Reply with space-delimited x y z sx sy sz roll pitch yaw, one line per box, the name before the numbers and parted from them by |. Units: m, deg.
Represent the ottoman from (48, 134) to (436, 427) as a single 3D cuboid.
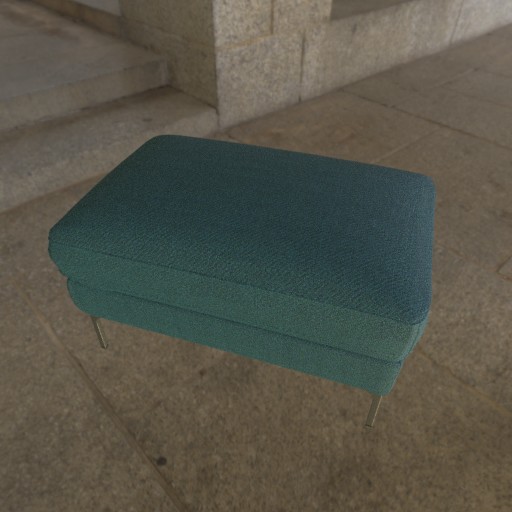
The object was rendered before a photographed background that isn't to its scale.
ottoman | 0.000 0.000 1.206 0.856 0.498 0.563 12 42 14
